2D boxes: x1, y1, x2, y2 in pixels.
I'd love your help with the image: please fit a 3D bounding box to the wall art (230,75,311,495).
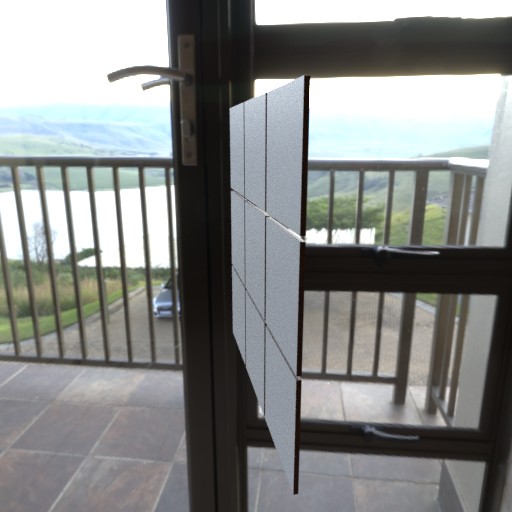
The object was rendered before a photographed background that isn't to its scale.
[{"bbox_3d":[0.000,0.000,1.846,0.017,1.246,1.256,-3,15,-11],"label":"wall art"}]
